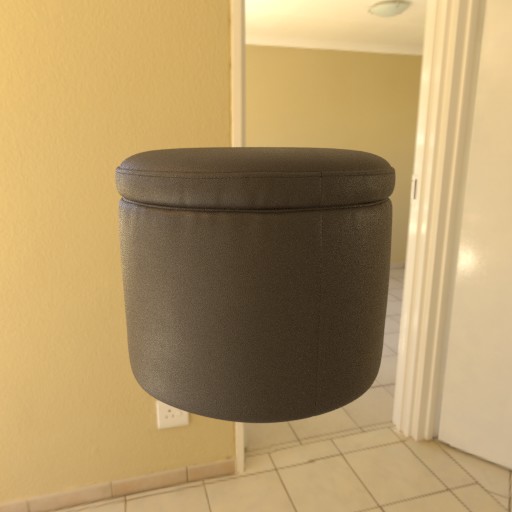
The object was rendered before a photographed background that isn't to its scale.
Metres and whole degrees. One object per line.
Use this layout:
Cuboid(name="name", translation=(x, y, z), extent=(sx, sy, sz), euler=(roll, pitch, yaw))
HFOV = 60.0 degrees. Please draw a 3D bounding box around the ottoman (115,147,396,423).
Cuboid(name="ottoman", translation=(0.000, 0.000, 0.859), extent=(0.500, 0.409, 0.500), euler=(0, 14, 0))
